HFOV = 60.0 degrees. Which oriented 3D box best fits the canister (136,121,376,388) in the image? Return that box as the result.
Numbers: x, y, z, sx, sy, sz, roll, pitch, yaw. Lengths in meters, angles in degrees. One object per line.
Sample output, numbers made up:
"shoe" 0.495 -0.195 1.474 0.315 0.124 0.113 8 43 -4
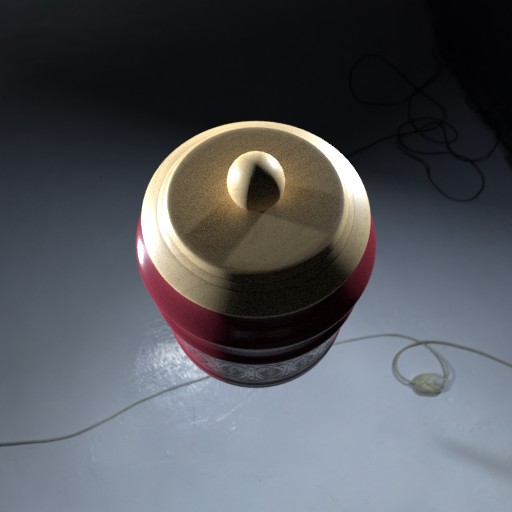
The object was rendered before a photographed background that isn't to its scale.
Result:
"canister" 0.000 0.000 0.267 0.130 0.176 0.130 0 64 0
